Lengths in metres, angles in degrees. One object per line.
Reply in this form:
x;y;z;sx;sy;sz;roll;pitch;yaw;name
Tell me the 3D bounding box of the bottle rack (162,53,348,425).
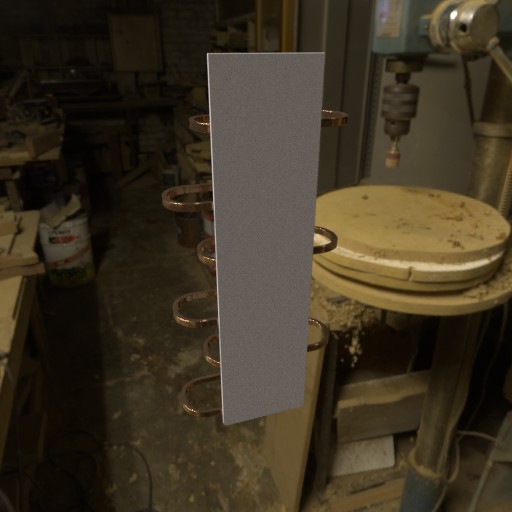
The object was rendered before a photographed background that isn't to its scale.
0.000;0.000;0.849;0.332;0.709;0.118;-8;27;-17;bottle rack
